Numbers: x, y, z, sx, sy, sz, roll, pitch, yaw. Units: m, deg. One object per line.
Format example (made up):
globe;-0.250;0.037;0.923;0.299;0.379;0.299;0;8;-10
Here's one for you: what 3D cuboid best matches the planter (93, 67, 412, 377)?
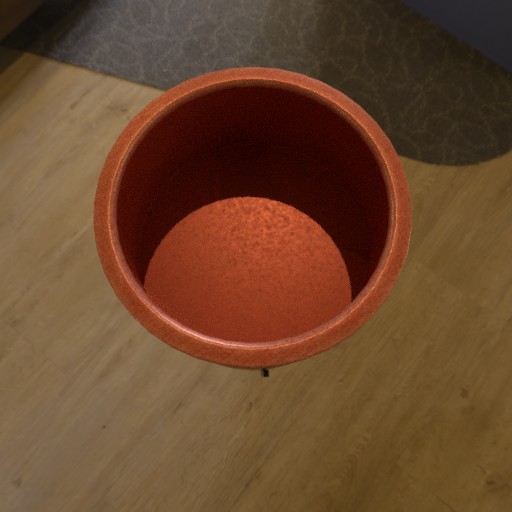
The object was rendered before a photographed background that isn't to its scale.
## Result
planter;0.000;0.000;0.697;0.354;0.465;0.345;-34;78;-8
